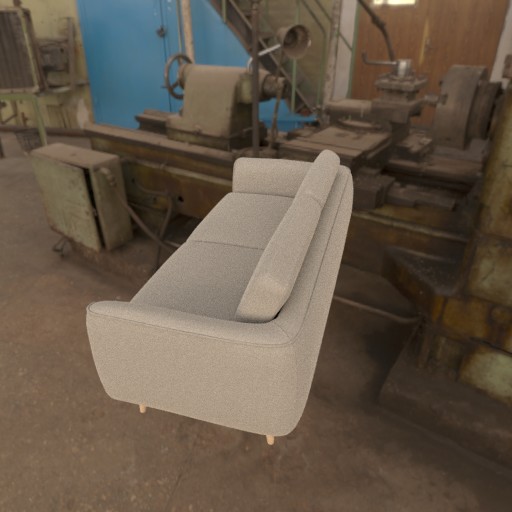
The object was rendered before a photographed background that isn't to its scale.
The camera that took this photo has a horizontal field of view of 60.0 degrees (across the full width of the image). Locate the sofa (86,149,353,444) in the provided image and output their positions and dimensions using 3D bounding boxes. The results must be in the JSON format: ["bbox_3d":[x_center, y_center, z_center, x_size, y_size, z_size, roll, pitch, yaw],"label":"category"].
[{"bbox_3d":[0.000,0.000,2.506,0.920,0.850,2.000,8,31,14],"label":"sofa"}]
